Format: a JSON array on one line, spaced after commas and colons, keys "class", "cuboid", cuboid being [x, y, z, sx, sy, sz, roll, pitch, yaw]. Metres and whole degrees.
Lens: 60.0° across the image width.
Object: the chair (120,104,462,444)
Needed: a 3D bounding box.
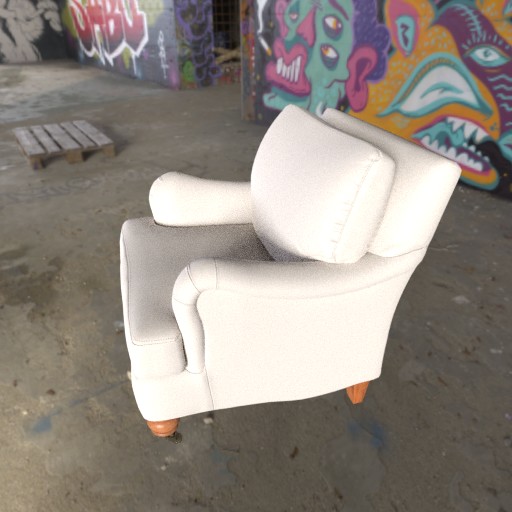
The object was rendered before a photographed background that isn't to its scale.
[{"class": "chair", "cuboid": [0.000, 0.000, 1.799, 1.070, 1.038, 0.955, -8, 30, -14]}]
